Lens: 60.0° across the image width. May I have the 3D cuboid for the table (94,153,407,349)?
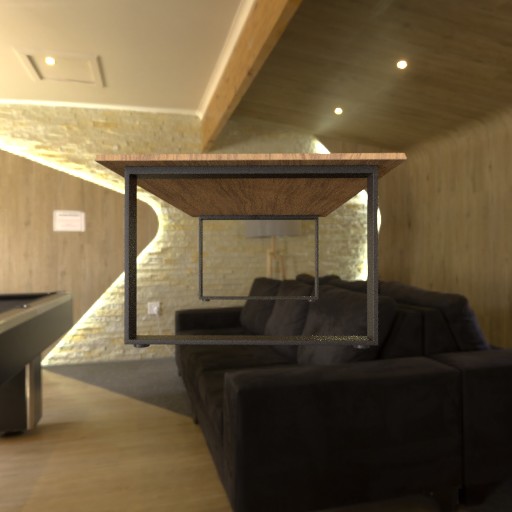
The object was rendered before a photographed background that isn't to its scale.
[{"bbox_3d":[0.000,0.000,1.644,0.693,0.445,1.331,0,0,1],"label":"table"}]
